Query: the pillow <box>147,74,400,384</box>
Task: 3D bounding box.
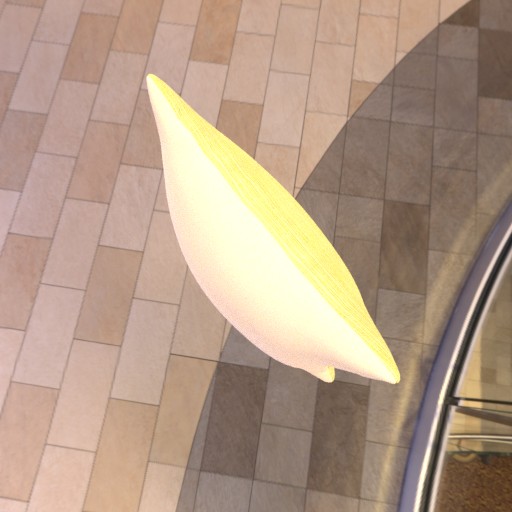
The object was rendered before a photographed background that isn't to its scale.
[{"bbox_3d":[0.000,0.000,0.812,0.229,0.487,0.560,-36,77,-9],"label":"pillow"}]
